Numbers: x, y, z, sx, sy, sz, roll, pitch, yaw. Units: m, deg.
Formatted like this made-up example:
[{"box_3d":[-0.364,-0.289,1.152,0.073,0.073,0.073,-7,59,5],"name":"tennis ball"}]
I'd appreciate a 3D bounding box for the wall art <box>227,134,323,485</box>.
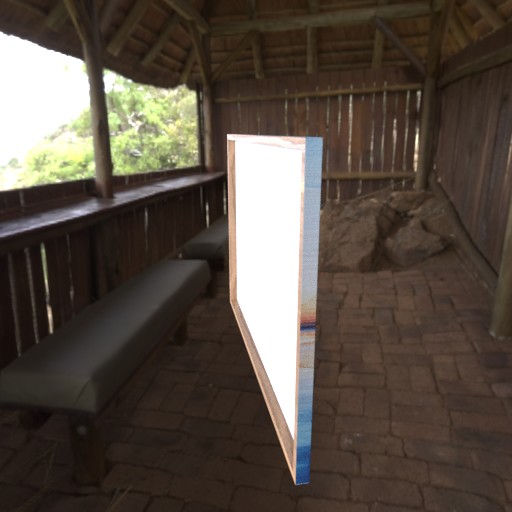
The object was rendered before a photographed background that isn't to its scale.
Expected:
[{"box_3d":[0.000,0.000,1.436,0.034,0.756,1.137,-3,16,-10],"name":"wall art"}]
